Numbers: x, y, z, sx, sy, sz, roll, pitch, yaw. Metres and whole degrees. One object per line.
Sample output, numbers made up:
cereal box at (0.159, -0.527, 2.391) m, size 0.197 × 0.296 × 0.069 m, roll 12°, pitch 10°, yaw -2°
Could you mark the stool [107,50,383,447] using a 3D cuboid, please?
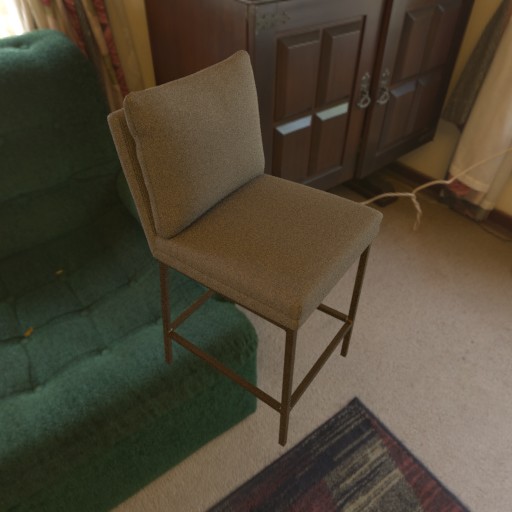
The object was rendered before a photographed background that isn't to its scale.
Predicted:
stool at (0.000, 0.000, 1.331) m, size 0.569 × 1.030 × 0.463 m, roll 25°, pitch 47°, yaw 26°
